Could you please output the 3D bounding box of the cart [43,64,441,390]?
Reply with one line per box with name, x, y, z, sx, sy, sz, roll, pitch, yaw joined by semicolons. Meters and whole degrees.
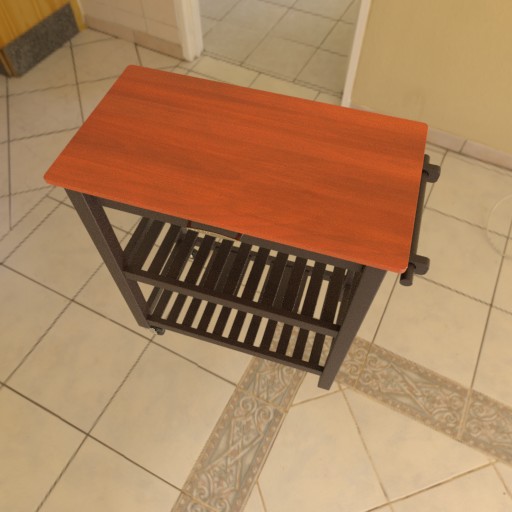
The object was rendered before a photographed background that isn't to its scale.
cart;0.000;0.000;1.459;0.899;0.927;0.457;15;59;9
